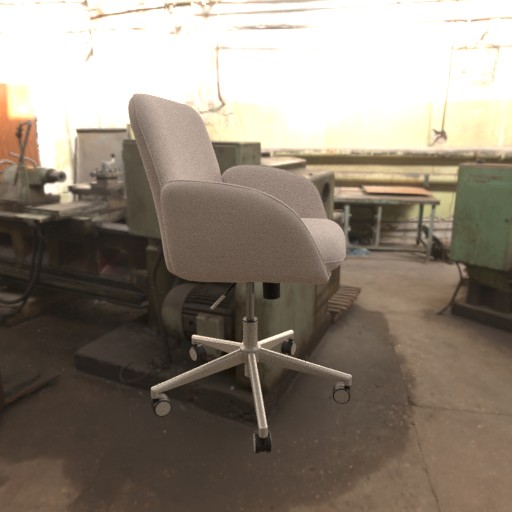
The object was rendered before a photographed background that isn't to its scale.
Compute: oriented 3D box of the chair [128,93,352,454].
[{"bbox_3d":[0.000,0.000,1.398,0.633,0.959,0.648,3,15,11],"label":"chair"}]
